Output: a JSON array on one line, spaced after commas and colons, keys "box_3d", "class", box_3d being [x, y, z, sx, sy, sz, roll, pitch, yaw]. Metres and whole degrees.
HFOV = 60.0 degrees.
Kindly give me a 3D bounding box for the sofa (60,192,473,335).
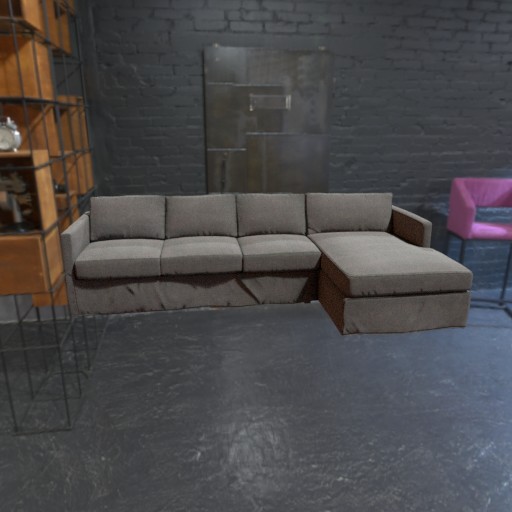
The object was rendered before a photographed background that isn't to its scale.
[{"box_3d": [0.000, 0.000, 3.912, 3.205, 0.922, 1.650, -2, 17, -7], "class": "sofa"}]
